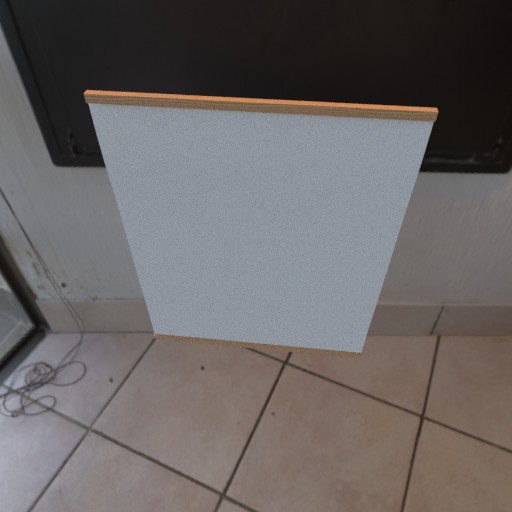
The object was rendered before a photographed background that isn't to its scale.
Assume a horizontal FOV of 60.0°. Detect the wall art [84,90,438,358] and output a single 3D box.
[{"bbox_3d":[0.000,0.000,0.687,0.404,0.507,0.010,4,46,4],"label":"wall art"}]
